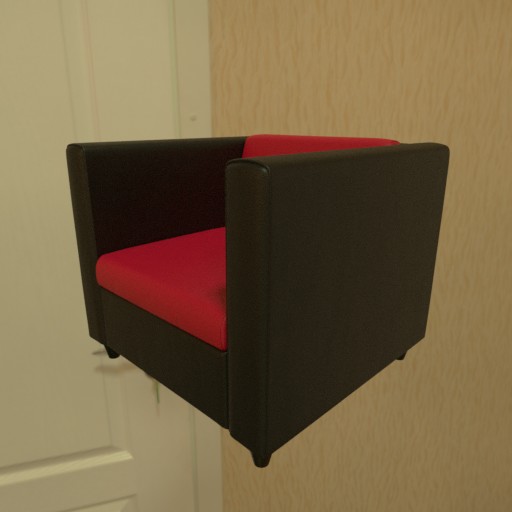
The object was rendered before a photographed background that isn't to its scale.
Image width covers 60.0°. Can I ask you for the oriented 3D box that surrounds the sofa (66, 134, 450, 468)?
[{"bbox_3d":[0.000,0.000,1.413,0.839,0.724,0.809,16,24,42],"label":"sofa"}]
